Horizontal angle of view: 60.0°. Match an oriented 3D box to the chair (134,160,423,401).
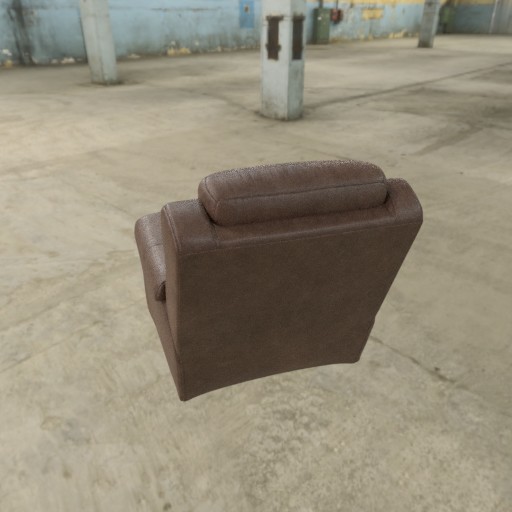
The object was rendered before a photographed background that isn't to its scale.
[{"bbox_3d":[0.000,0.000,1.850,0.940,0.990,1.067,-8,29,-15],"label":"chair"}]
